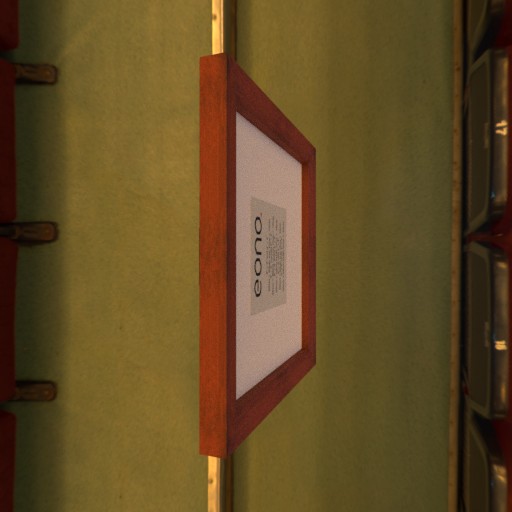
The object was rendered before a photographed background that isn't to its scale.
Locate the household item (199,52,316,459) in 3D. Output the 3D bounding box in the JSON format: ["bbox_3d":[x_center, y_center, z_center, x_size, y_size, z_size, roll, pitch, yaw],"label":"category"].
[{"bbox_3d":[0.000,0.000,0.380,0.131,0.240,0.240,0,90,1],"label":"household item"}]
